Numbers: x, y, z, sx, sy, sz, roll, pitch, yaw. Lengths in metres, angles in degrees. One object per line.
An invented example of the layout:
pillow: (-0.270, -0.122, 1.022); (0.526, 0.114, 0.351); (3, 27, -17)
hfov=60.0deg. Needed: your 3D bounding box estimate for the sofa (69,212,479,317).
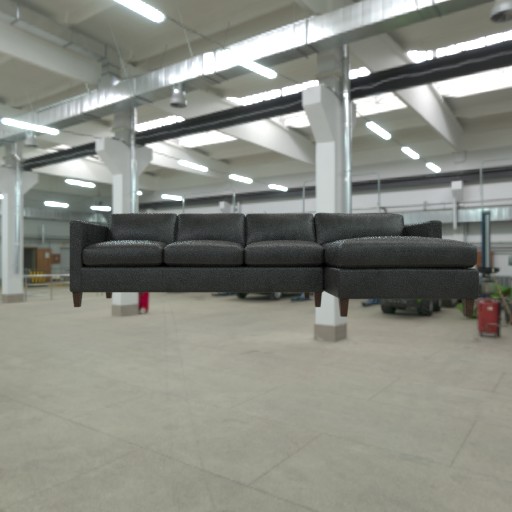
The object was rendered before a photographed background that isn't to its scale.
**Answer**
sofa: (0.000, 0.000, 3.929); (3.203, 0.883, 1.581); (0, 0, 0)
